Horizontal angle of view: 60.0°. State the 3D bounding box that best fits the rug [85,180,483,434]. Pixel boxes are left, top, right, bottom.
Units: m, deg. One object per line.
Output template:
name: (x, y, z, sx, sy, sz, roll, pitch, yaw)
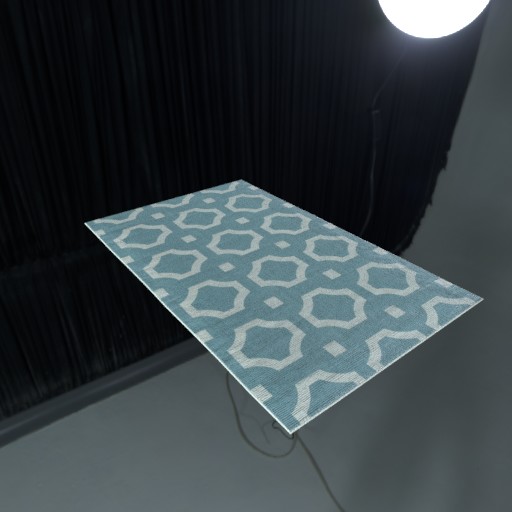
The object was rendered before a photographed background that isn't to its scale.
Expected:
rug: (0.000, 0.000, 3.056, 1.528, 0.015, 2.443, -22, 37, -32)
